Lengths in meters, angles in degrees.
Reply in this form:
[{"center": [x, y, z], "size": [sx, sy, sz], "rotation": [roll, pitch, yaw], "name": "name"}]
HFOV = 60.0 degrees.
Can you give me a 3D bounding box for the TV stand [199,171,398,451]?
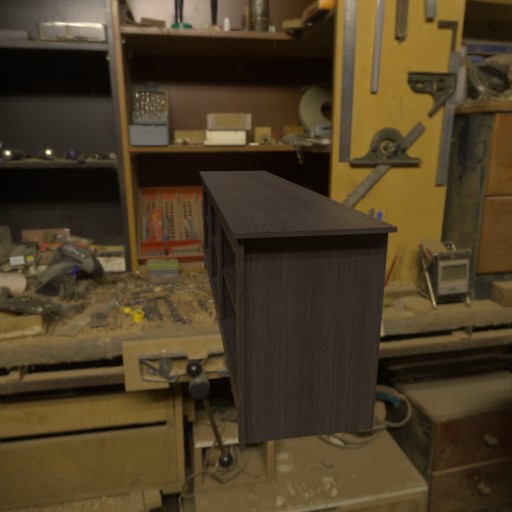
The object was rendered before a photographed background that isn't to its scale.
[{"center": [0.000, 0.000, 1.982], "size": [0.406, 0.610, 1.778], "rotation": [-3, 16, -9], "name": "TV stand"}]
